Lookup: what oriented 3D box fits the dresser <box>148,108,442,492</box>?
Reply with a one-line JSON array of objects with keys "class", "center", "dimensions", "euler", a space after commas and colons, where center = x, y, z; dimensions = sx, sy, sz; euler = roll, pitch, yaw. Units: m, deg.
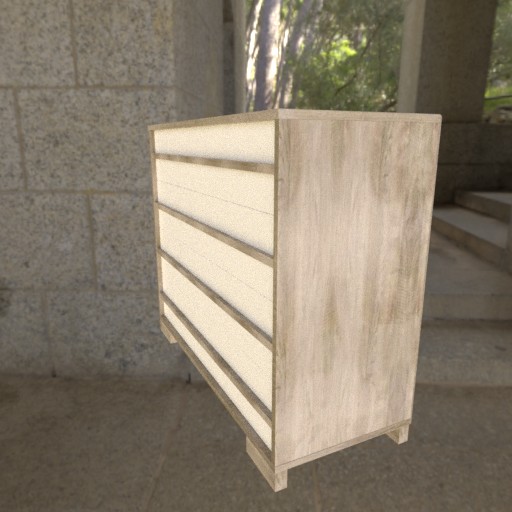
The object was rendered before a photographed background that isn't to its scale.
[{"class": "dresser", "center": [0.000, 0.000, 1.402], "dimensions": [0.404, 0.816, 0.994], "euler": [-7, 16, -25]}]
